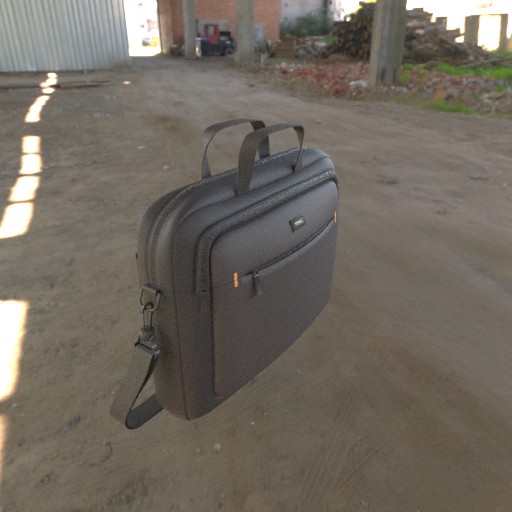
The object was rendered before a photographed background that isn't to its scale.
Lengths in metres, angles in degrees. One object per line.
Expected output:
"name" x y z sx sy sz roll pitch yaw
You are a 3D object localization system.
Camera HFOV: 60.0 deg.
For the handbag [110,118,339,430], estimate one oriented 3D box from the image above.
"handbag" 0.000 0.000 0.581 0.126 0.330 0.429 18 31 32
